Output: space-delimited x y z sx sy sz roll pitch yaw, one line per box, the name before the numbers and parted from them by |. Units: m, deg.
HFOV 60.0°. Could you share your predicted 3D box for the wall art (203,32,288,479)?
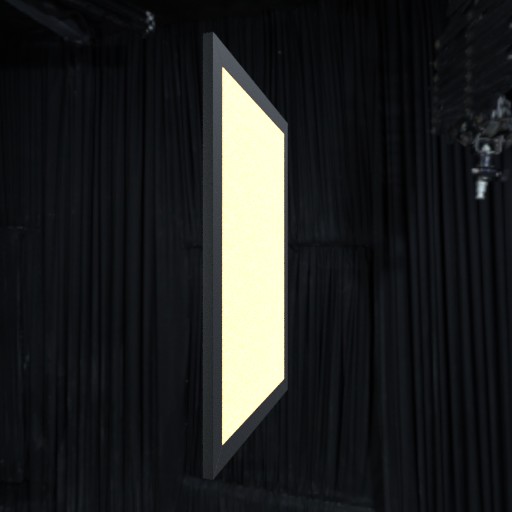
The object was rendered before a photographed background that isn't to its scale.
wall art | 0.000 0.000 0.611 0.011 0.459 0.326 0 0 18
